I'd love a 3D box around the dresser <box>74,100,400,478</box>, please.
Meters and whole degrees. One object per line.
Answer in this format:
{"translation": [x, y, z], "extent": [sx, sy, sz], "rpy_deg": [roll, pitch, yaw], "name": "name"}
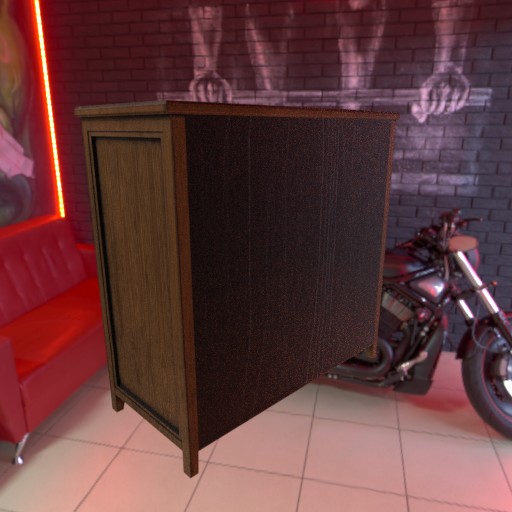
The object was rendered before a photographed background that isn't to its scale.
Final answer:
{"translation": [0.000, 0.000, 1.952], "extent": [1.250, 1.224, 0.591], "rpy_deg": [-15, 22, -42], "name": "dresser"}
